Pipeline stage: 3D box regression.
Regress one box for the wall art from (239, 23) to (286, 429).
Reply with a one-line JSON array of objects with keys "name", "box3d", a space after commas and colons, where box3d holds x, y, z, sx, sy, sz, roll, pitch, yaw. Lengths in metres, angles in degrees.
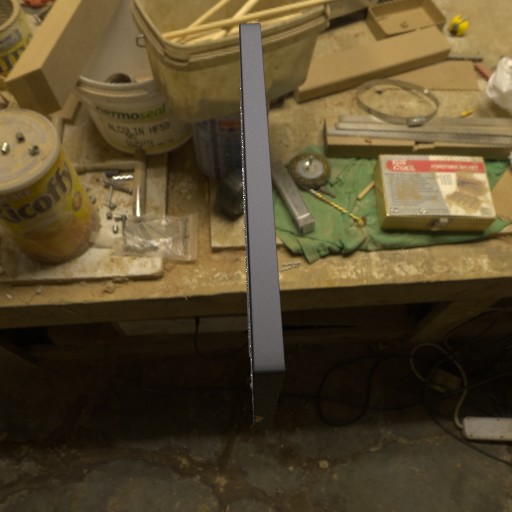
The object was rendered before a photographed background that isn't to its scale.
[{"name": "wall art", "box3d": [0.000, 0.000, 0.911, 0.043, 0.611, 0.610, -2, 63, -1]}]
